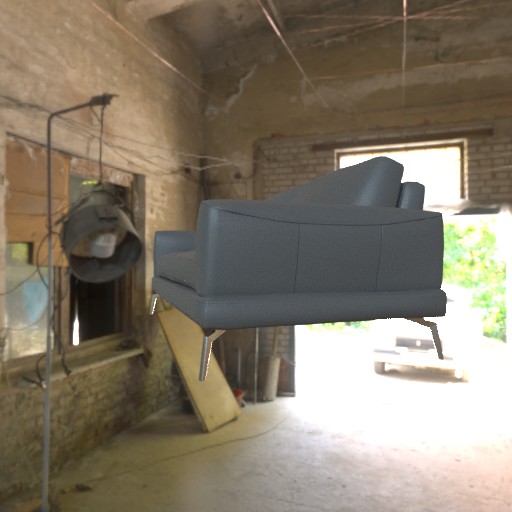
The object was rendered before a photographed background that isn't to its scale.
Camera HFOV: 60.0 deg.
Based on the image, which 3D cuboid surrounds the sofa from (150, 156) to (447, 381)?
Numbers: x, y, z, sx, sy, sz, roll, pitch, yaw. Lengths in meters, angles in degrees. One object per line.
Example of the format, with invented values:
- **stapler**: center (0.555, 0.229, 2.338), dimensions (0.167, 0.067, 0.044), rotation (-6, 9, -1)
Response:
- **sofa**: center (0.000, 0.000, 2.732), dimensions (1.121, 0.930, 2.177), rotation (0, 0, -18)
